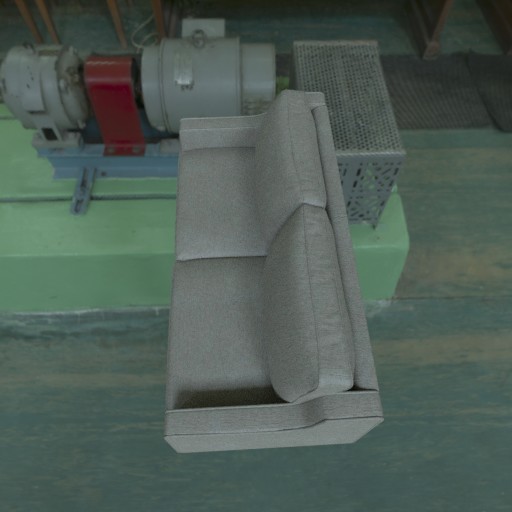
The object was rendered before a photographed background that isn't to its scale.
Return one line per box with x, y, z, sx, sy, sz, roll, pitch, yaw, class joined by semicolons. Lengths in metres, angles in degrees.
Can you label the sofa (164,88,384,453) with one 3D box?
0.000;0.000;2.819;1.073;1.074;2.181;-3;59;-2;sofa
